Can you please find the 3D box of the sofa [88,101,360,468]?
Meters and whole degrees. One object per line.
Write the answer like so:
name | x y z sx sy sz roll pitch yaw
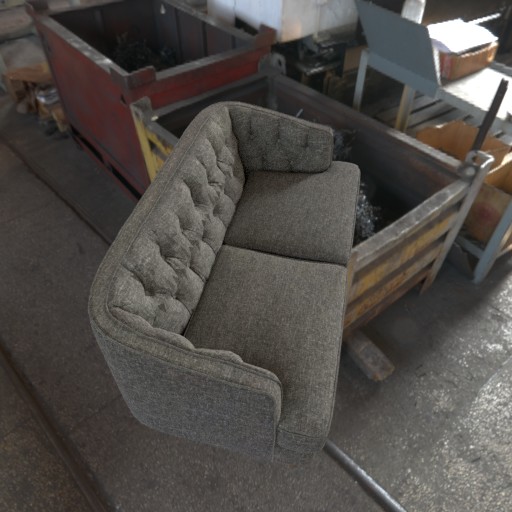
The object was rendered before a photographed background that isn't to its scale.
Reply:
sofa | 0.000 0.000 2.227 0.941 0.855 1.733 10 47 9
